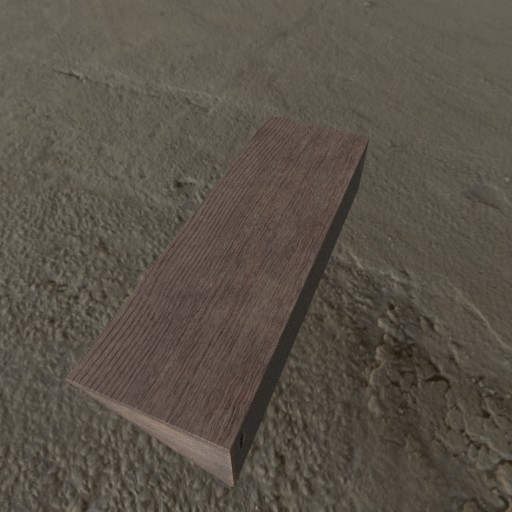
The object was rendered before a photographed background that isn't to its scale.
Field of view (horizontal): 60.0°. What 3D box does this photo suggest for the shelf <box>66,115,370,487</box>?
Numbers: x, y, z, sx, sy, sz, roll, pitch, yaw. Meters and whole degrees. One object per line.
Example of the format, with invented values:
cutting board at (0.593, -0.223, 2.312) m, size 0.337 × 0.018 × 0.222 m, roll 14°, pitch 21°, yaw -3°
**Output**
shelf at (0.000, 0.000, 0.700) m, size 0.200 × 0.125 × 0.610 m, roll 17°, pitch 49°, yaw 15°
